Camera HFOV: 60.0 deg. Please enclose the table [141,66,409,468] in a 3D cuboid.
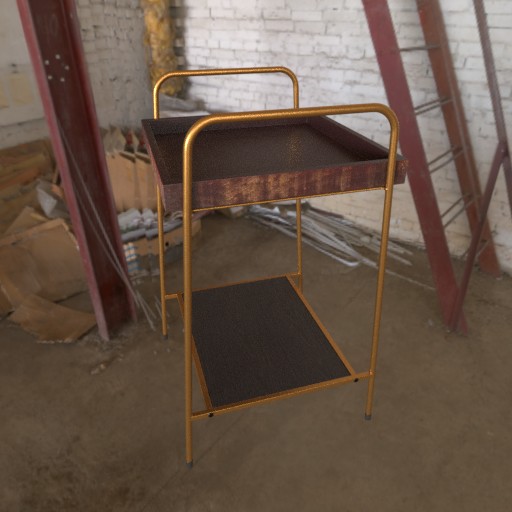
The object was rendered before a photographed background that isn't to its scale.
[{"bbox_3d":[0.000,0.000,0.969,0.430,0.710,0.430,-9,31,-14],"label":"table"}]
